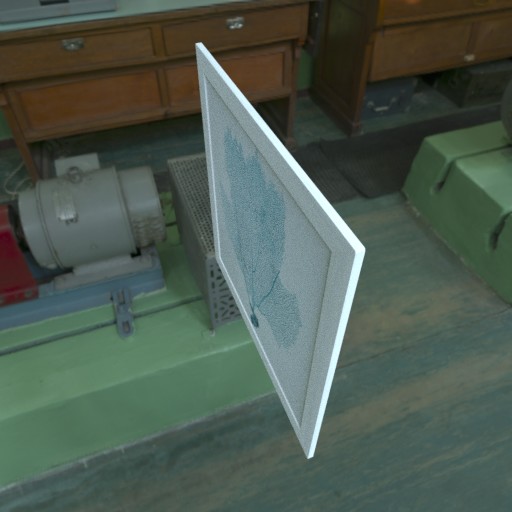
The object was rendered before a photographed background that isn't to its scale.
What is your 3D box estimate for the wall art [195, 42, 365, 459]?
[{"bbox_3d":[0.000,0.000,0.850,0.013,0.584,0.584,-16,48,-15],"label":"wall art"}]
